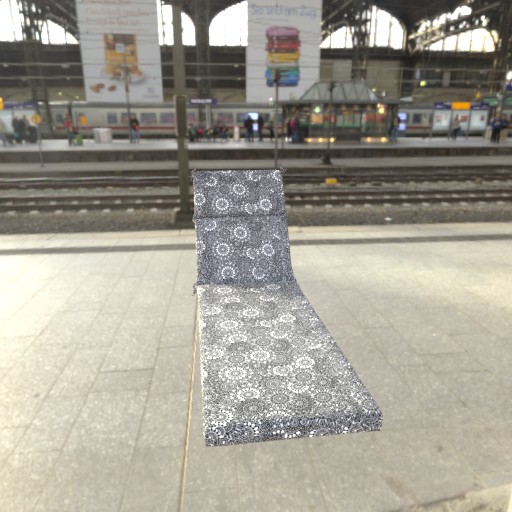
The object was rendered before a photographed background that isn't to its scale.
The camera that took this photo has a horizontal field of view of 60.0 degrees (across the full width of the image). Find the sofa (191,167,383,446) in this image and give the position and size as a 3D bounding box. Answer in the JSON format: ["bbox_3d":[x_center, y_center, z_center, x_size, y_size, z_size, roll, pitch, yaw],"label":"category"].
[{"bbox_3d":[0.000,0.000,1.953,0.582,0.622,1.663,-2,17,-8],"label":"sofa"}]
